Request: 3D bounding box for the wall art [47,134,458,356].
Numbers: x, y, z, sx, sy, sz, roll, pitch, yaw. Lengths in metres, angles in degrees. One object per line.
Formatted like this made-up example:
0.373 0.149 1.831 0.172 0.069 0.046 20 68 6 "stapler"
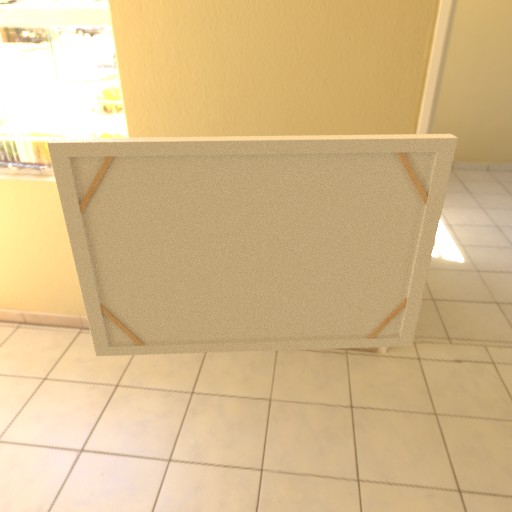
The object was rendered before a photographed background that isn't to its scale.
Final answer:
0.000 0.000 1.149 0.914 0.609 0.038 -1 29 -2 "wall art"
